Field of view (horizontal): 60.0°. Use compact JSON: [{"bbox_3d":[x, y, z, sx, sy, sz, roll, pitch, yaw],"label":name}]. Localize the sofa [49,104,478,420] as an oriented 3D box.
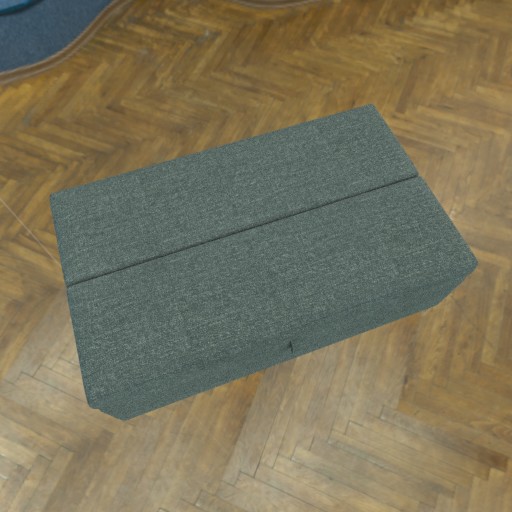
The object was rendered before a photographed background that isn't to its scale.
[{"bbox_3d":[0.000,0.000,1.573,1.198,0.417,0.782,-18,64,-9],"label":"sofa"}]
